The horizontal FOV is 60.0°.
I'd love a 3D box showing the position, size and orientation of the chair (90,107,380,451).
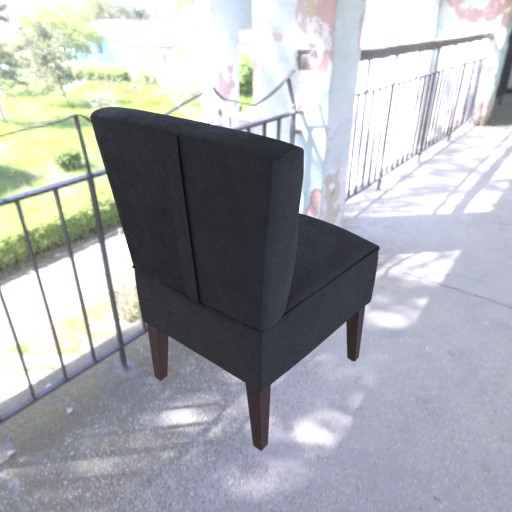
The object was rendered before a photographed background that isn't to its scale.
[{"bbox_3d":[0.000,0.000,1.202,0.521,0.806,0.554,22,36,33],"label":"chair"}]
